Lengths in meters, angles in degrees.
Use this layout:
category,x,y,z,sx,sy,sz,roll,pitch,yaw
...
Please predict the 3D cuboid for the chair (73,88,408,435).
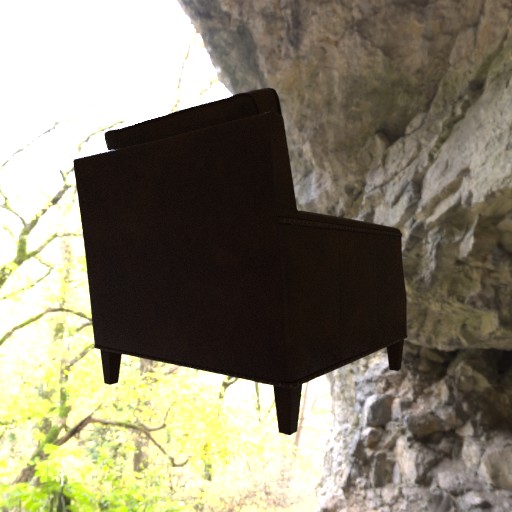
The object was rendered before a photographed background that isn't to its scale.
category,x,y,z,sx,sy,sz,roll,pitch,yaw
chair,0.000,0.000,1.692,0.853,0.929,1.014,0,0,37
